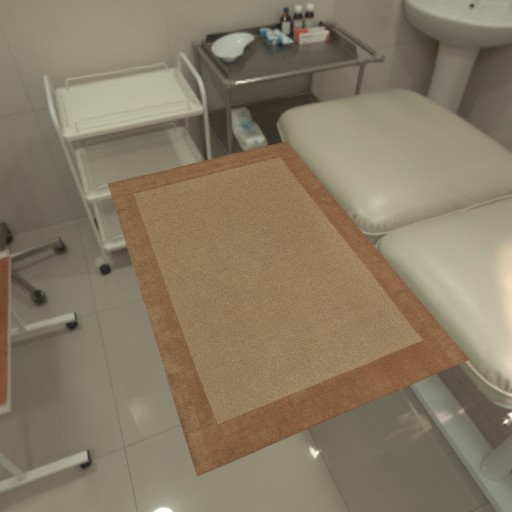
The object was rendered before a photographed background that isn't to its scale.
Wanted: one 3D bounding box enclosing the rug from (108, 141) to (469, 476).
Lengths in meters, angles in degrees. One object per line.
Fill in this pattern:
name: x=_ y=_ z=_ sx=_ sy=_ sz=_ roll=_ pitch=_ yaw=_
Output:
rug: x=0.000 y=0.000 z=2.316 sx=1.219 sy=0.014 sz=1.829 roll=-17 pitch=49 yaw=-15
